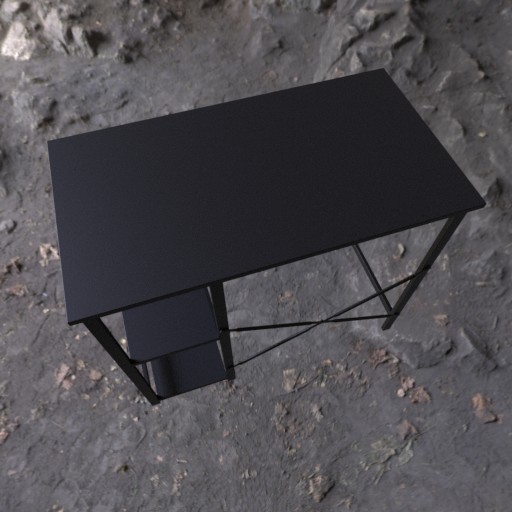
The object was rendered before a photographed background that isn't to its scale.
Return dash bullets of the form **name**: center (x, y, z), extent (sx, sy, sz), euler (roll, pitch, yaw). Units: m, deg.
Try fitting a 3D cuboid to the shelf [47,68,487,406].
- **shelf**: center (0.000, 0.000, 1.339), extent (0.902, 0.749, 0.498), euler (-16, 60, -9)
